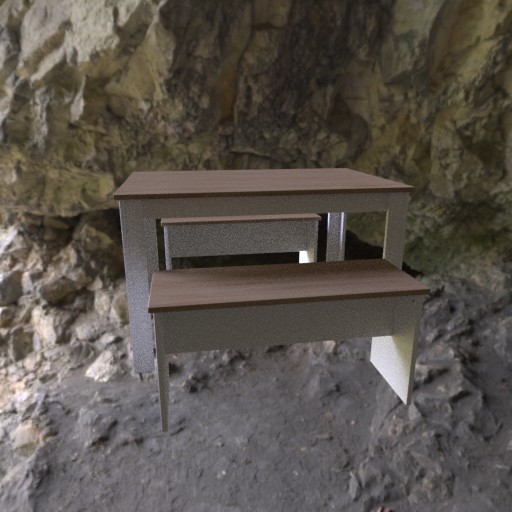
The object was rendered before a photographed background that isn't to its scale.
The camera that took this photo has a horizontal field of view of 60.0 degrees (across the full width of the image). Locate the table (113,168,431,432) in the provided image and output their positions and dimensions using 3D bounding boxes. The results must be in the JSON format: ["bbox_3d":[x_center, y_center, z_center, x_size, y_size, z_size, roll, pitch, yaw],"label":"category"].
[{"bbox_3d":[0.000,0.000,2.021,1.100,0.700,1.443,-3,17,-9],"label":"table"}]
